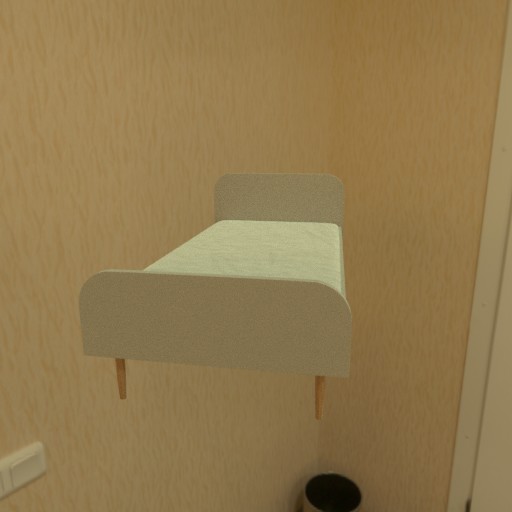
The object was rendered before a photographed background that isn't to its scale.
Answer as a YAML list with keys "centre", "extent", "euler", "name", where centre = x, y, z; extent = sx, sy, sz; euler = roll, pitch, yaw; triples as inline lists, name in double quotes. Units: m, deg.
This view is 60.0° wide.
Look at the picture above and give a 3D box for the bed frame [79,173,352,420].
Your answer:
- centre: [0.000, 0.000, 2.513]
  extent: [0.998, 0.805, 1.963]
  euler: [2, 14, 10]
  name: "bed frame"
